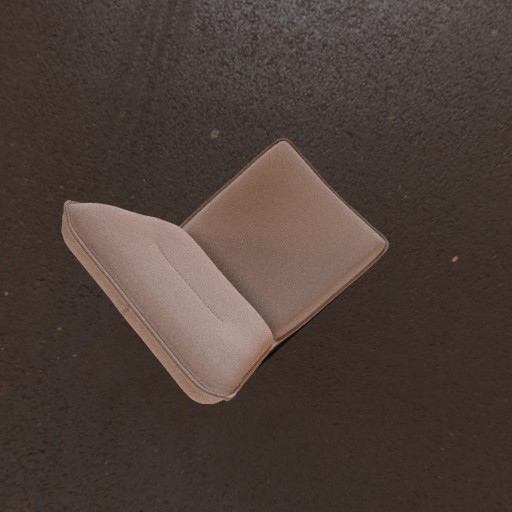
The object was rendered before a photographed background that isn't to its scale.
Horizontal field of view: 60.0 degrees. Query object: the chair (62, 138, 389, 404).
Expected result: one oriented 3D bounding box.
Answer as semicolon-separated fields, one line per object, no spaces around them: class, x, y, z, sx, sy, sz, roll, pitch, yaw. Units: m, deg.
chair;0.000;0.000;1.331;0.688;0.930;0.515;-40;80;-9
